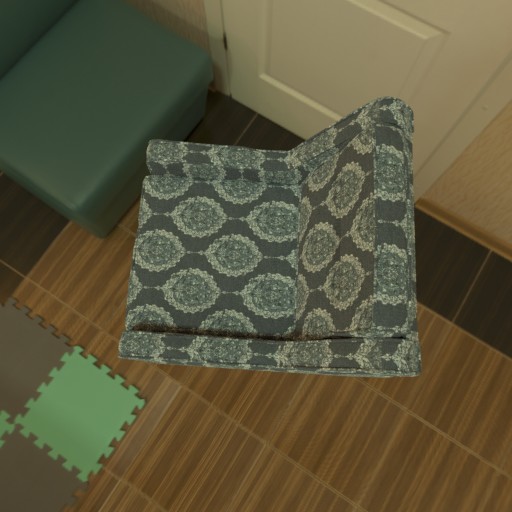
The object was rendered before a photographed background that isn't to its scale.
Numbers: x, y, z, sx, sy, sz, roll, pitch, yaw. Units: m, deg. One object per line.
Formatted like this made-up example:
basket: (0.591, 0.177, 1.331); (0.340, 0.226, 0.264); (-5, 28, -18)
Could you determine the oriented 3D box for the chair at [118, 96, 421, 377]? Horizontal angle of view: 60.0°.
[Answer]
chair: (0.000, 0.000, 1.334); (0.743, 0.792, 0.663); (4, 75, 1)
